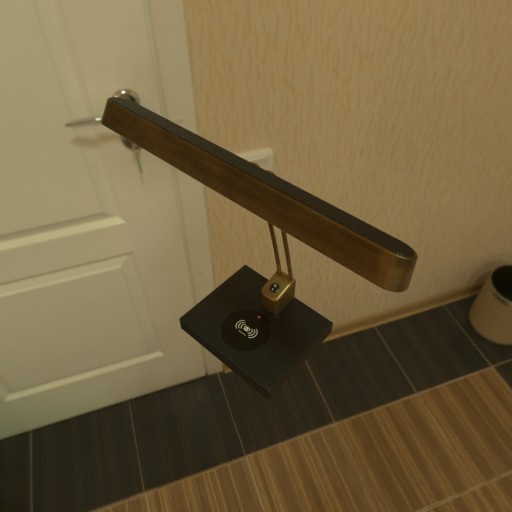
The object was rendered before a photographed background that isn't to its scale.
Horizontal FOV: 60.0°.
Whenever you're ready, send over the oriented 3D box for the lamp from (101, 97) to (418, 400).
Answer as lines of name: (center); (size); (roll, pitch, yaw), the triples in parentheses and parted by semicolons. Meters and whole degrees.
lamp: (0.000, 0.000, 0.585); (0.412, 0.345, 0.156); (33, 55, 27)
